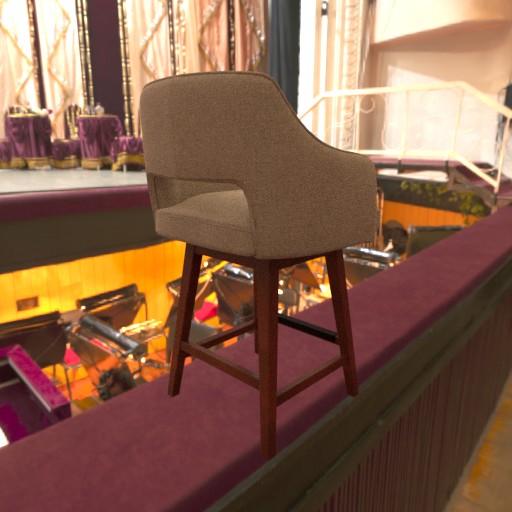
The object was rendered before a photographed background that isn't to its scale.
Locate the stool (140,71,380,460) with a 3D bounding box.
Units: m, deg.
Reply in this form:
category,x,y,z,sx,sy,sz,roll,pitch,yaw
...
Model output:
category,x,y,z,sx,sy,sz,roll,pitch,yaw
stool,0.000,0.000,1.304,0.599,0.944,0.558,14,20,42
